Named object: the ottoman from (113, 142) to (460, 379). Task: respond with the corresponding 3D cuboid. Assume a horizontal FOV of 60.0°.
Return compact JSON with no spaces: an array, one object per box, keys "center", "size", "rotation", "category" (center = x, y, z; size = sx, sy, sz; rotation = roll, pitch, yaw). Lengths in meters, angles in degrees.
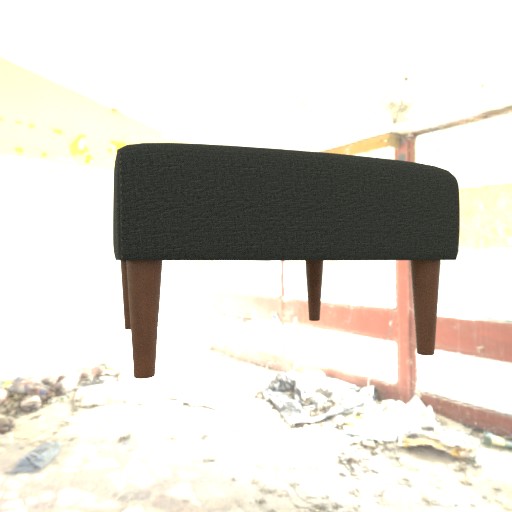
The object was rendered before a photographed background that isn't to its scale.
[{"center":[0.000,0.000,1.057],"size":[0.650,0.398,0.649],"rotation":[0,0,-18],"category":"ottoman"}]
